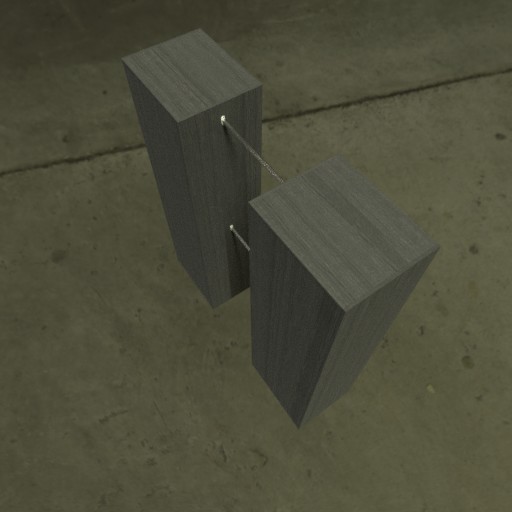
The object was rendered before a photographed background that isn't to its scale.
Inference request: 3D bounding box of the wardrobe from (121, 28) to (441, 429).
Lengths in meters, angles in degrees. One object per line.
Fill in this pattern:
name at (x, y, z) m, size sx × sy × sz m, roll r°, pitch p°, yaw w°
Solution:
wardrobe at (0.000, 0.000, 2.843) m, size 0.480 × 2.000 × 1.770 m, roll -31°, pitch 63°, yaw -18°
